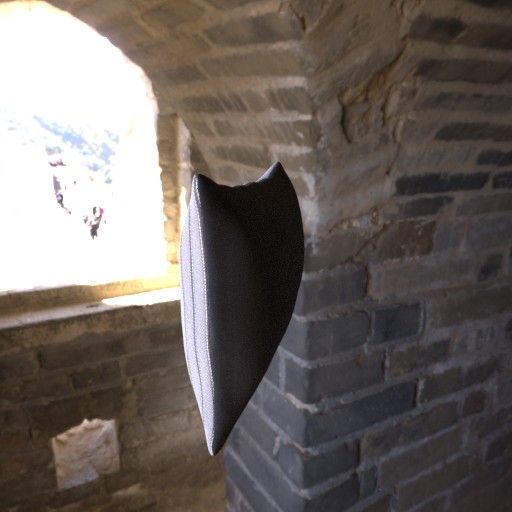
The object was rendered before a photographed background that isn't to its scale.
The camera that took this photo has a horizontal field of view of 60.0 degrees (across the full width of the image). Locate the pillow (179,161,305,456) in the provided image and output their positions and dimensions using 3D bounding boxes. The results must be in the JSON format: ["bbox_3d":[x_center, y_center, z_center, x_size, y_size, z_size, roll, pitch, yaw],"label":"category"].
[{"bbox_3d":[0.000,0.000,0.729,0.151,0.305,0.609,2,14,10],"label":"pillow"}]
